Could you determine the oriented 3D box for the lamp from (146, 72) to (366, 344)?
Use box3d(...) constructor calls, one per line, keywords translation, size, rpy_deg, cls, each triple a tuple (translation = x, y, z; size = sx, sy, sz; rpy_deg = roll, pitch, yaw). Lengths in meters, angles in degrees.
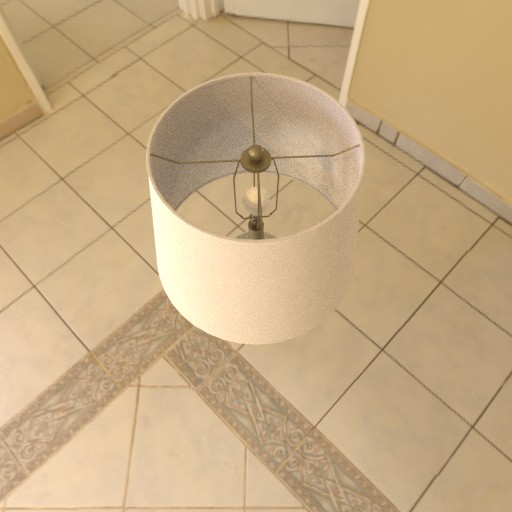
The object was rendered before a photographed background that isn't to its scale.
box3d(translation=(0.000, 0.000, 0.557), size=(0.239, 0.399, 0.239), rpy_deg=(0, 62, 0), cls="lamp")
